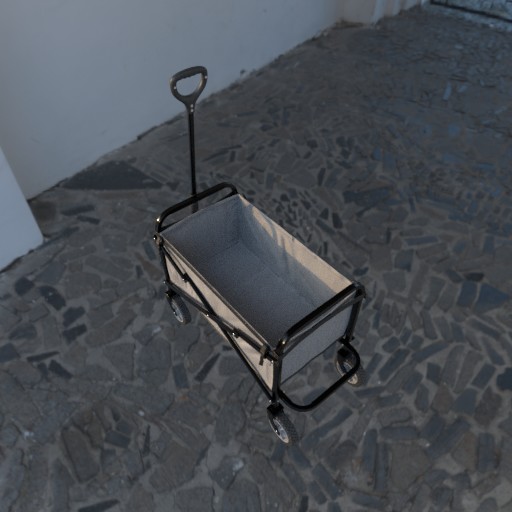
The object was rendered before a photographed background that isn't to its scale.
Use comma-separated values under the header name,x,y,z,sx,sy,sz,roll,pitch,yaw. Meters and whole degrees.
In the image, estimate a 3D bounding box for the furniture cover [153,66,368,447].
name,x,y,z,sx,sy,sz,roll,pitch,yaw
furniture cover,0.000,0.000,1.816,0.532,1.295,1.038,-31,53,-26
